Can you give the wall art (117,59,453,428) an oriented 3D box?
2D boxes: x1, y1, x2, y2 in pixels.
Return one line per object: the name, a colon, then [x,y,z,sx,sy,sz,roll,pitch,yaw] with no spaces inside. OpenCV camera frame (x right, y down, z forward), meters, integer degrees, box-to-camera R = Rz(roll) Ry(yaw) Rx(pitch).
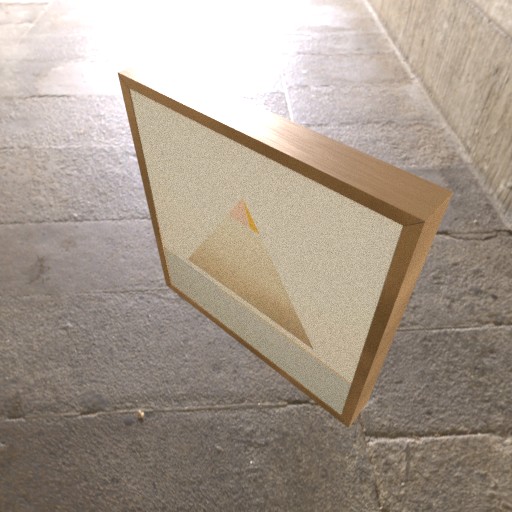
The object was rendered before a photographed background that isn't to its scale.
wall art: [0.000,0.000,0.454,0.305,0.303,0.038,33,55,27]
